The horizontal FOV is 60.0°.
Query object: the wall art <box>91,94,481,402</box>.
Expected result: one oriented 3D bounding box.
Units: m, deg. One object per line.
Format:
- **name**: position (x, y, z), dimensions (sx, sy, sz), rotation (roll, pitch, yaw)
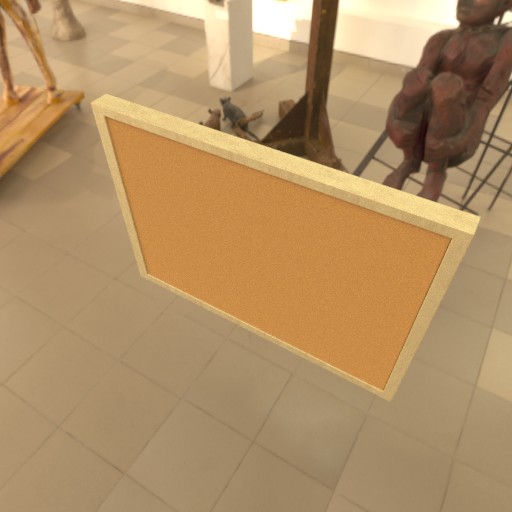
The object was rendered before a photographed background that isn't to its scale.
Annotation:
- **wall art**: position (0.000, 0.000, 0.689), dimensions (0.532, 0.380, 0.032), rotation (23, 51, 20)
